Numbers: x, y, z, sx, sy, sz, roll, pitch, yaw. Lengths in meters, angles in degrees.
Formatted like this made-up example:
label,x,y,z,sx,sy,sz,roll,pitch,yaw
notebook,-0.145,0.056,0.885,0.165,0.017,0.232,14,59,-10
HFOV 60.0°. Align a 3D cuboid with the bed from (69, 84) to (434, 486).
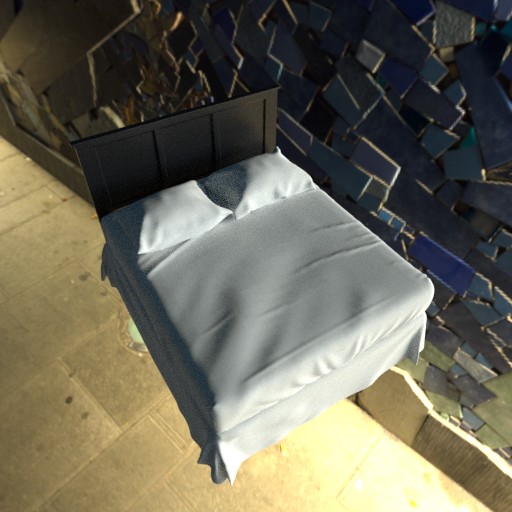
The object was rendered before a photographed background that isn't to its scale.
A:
label,x,y,z,sx,sy,sz,roll,pitch,yaw
bed,0.000,0.000,3.068,1.870,1.270,2.050,-24,50,-22
